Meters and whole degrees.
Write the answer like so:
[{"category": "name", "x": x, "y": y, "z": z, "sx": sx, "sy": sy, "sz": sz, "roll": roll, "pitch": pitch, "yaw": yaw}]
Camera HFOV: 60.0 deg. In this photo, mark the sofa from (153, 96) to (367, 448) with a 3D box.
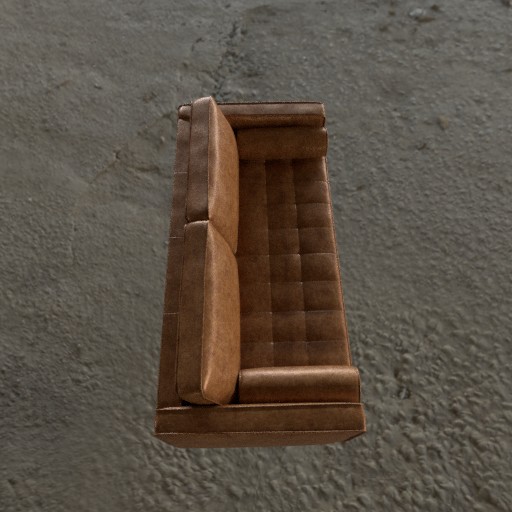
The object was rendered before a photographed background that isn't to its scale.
[{"category": "sofa", "x": 0.000, "y": 0.000, "z": 2.454, "sx": 0.924, "sy": 0.825, "sz": 1.920, "roll": -1, "pitch": 62, "yaw": -1}]
